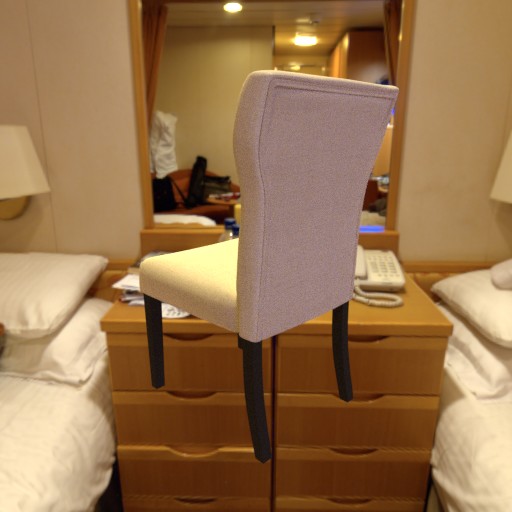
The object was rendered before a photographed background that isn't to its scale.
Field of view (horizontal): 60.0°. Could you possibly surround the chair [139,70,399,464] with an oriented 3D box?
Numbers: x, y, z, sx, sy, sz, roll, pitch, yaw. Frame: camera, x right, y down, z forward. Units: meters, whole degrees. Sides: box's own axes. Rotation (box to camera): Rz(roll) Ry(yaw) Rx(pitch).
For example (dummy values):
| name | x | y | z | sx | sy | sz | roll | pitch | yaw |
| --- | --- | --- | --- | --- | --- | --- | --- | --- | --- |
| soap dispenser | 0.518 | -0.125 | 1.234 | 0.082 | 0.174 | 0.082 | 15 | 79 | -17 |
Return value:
| name | x | y | z | sx | sy | sz | roll | pitch | yaw |
| --- | --- | --- | --- | --- | --- | --- | --- | --- | --- |
| chair | 0.000 | 0.000 | 1.284 | 0.509 | 0.921 | 0.597 | -15 | 21 | -43 |
